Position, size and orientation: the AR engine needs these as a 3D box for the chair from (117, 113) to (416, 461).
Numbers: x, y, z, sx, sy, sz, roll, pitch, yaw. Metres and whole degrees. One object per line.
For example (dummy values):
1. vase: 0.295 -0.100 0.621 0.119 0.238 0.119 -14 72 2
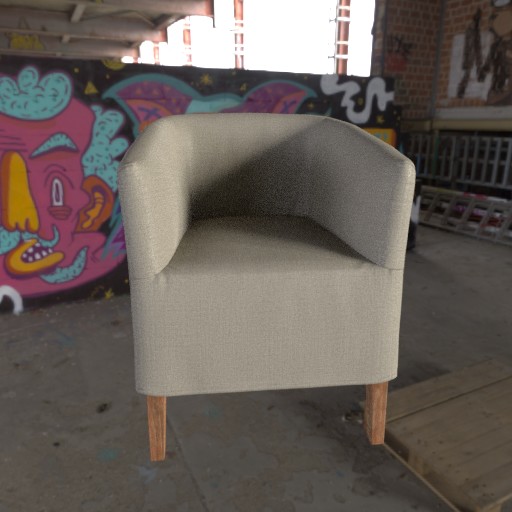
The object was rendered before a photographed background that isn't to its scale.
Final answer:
1. chair: 0.000 0.000 1.229 0.600 0.771 0.668 -2 16 -6
